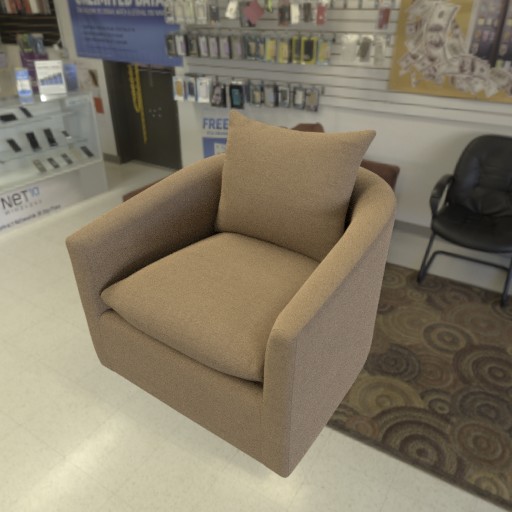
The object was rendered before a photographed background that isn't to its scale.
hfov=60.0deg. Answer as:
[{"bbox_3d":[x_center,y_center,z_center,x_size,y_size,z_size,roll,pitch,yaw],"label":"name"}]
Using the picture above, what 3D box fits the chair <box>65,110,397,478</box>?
[{"bbox_3d":[0.000,0.000,1.560,0.845,0.848,0.910,19,35,29],"label":"chair"}]
